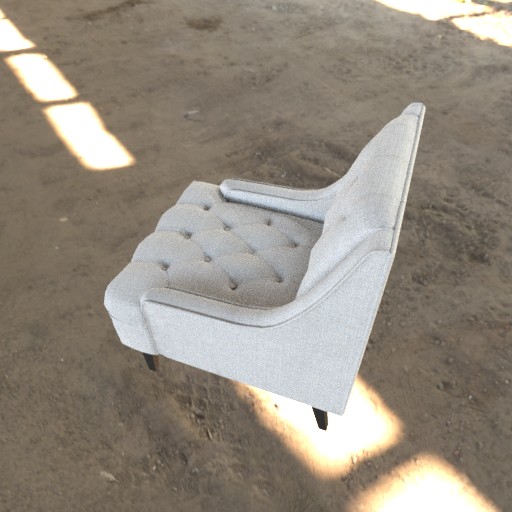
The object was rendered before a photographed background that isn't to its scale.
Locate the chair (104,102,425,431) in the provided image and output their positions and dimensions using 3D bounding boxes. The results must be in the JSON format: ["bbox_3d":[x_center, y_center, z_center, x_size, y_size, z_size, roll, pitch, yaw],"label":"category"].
[{"bbox_3d":[0.000,0.000,1.417,0.772,0.891,0.658,15,47,14],"label":"chair"}]
